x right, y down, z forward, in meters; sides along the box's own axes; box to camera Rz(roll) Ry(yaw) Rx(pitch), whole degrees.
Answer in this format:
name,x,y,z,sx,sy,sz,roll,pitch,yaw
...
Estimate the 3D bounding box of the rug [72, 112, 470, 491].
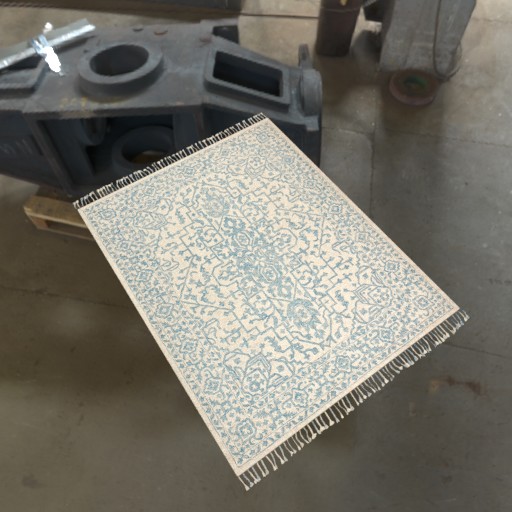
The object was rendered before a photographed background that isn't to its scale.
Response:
name,x,y,z,sx,sy,sz,roll,pitch,yaw
rug,0.000,0.000,4.347,2.464,0.010,3.327,-31,64,-17
